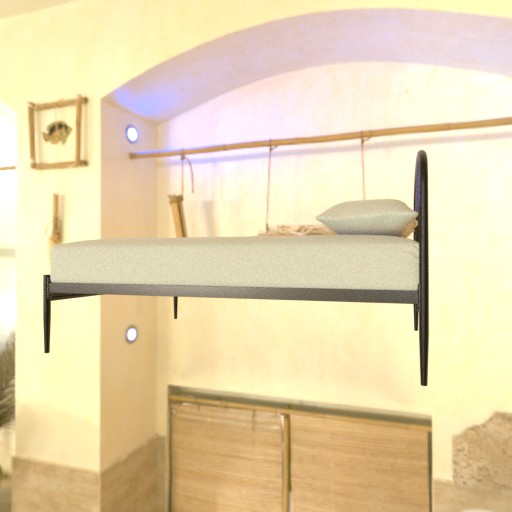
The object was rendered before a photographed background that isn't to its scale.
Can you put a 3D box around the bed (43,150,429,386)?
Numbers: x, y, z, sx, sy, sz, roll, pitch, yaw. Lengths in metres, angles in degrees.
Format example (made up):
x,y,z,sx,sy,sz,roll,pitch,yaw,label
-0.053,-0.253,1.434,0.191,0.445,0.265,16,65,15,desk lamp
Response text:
x,y,z,sx,sy,sz,roll,pitch,yaw,label
0.000,0.000,3.068,2.159,1.166,1.618,0,0,19,bed
